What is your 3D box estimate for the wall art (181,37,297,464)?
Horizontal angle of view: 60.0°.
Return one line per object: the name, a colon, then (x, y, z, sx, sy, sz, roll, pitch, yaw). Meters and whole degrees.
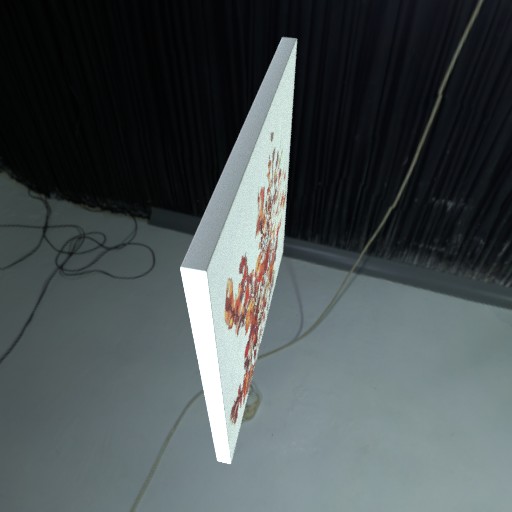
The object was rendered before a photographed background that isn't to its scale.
wall art: (0.000, 0.000, 1.469, 0.049, 1.009, 1.009, 9, 48, 8)
